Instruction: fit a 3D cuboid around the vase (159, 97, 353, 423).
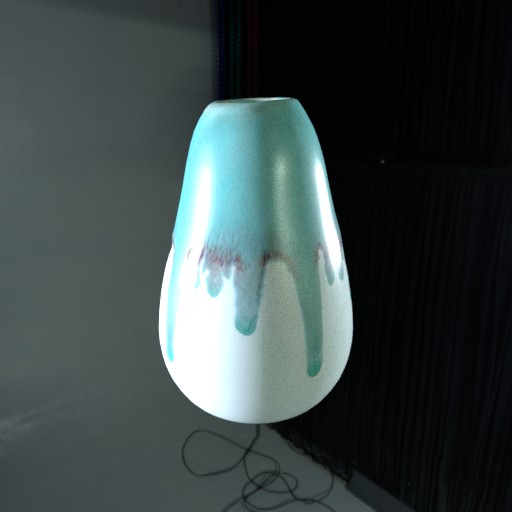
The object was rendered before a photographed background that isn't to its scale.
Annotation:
[{"bbox_3d":[0.000,0.000,0.261,0.116,0.179,0.116,0,15,0],"label":"vase"}]
